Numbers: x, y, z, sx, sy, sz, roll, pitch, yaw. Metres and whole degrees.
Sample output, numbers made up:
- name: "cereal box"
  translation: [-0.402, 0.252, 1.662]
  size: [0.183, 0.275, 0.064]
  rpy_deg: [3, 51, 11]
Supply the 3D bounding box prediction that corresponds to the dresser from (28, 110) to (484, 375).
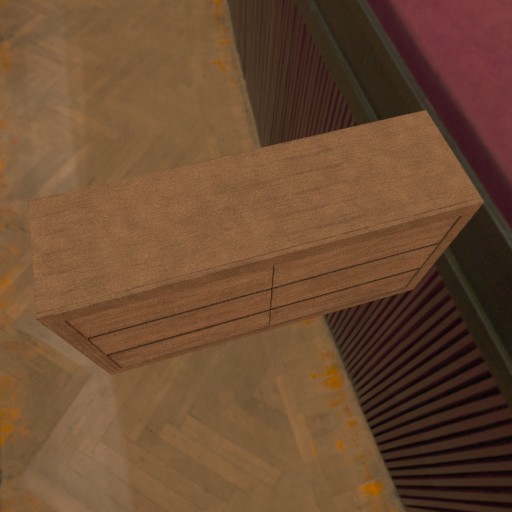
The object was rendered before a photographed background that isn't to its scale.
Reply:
- name: "dresser"
  translation: [0.000, 0.000, 2.042]
  size: [1.628, 0.889, 0.483]
  rpy_deg: [-15, 64, -7]
